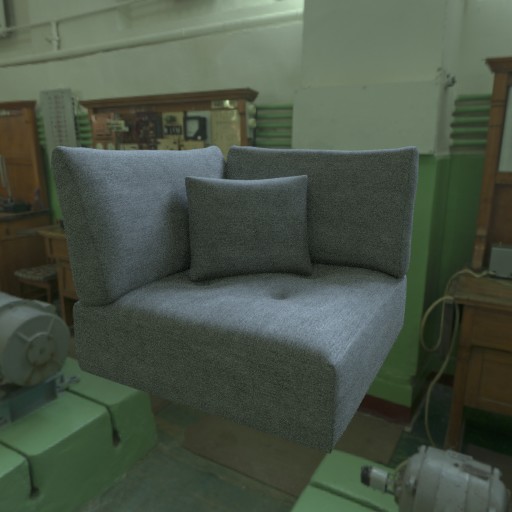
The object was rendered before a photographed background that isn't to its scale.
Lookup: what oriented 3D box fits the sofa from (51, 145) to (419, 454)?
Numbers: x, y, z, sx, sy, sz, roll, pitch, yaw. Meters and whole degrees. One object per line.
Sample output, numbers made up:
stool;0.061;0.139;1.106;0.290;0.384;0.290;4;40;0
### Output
sofa;0.000;0.000;1.689;1.000;0.820;1.000;7;16;28
